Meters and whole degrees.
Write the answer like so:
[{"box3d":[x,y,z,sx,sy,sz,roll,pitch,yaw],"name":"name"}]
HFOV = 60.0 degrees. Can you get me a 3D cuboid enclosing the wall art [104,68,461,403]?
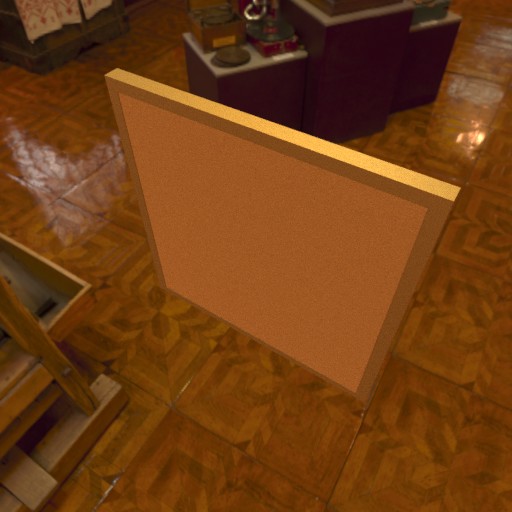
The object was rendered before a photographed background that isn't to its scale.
[{"box3d":[0.000,0.000,2.849,1.926,1.926,0.099,26,53,21],"name":"wall art"}]
